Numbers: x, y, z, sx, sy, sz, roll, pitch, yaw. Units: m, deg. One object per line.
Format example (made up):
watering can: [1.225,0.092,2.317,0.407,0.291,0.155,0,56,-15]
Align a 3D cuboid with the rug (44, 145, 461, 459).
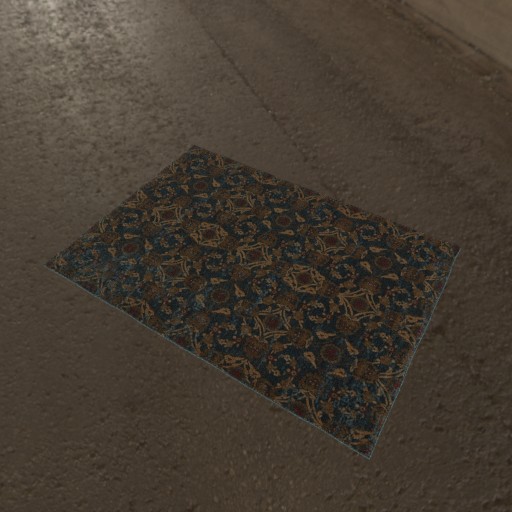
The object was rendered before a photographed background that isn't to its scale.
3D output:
rug: [0.000,0.000,4.269,3.291,0.013,2.337,25,53,21]
